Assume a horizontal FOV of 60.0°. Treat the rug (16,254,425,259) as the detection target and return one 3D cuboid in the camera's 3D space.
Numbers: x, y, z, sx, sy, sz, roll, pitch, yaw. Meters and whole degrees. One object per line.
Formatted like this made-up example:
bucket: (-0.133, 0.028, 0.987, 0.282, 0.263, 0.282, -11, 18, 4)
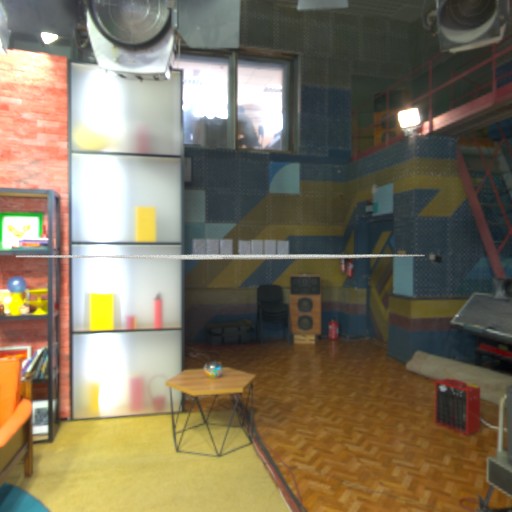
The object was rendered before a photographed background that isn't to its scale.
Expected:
rug: (0.000, 0.000, 2.994, 1.527, 0.016, 2.442, 0, 0, 37)
